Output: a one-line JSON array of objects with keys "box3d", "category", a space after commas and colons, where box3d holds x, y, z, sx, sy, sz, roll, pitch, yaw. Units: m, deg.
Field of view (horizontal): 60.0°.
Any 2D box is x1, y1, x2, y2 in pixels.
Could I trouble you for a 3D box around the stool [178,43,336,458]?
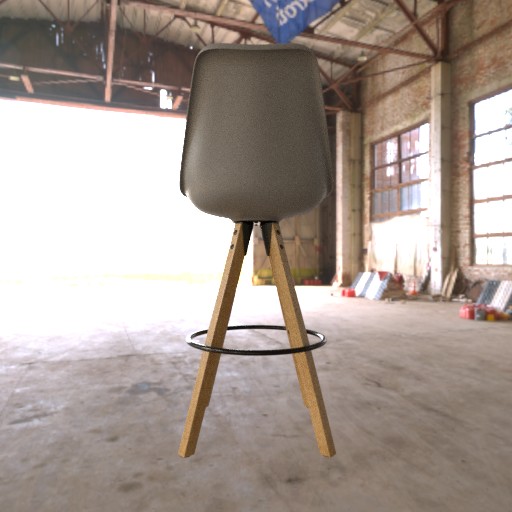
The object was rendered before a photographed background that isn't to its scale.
[{"box3d": [0.000, 0.000, 1.416, 0.485, 1.115, 0.550, 0, 0, 0], "category": "stool"}]
